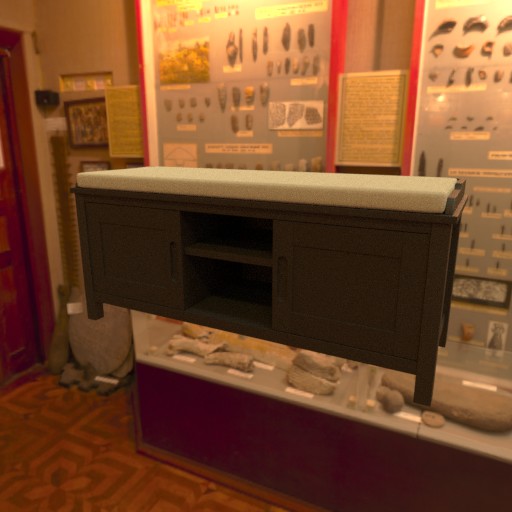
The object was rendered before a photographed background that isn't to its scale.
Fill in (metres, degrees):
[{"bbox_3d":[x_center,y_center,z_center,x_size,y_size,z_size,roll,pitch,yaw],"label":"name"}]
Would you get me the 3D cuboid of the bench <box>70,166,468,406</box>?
[{"bbox_3d":[0.000,0.000,1.385,1.140,0.501,0.398,8,17,27],"label":"bench"}]
